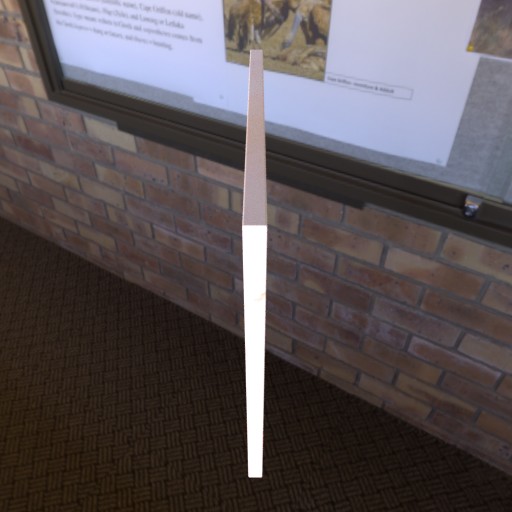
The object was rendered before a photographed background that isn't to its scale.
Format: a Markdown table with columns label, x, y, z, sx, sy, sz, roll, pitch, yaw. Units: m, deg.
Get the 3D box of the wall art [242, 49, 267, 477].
| label | x | y | z | sx | sy | sz | roll | pitch | yaw |
| --- | --- | --- | --- | --- | --- | --- | --- | --- | --- |
| wall art | 0.000 | 0.000 | 1.300 | 0.038 | 0.889 | 0.889 | 0 | 41 | 0 |
